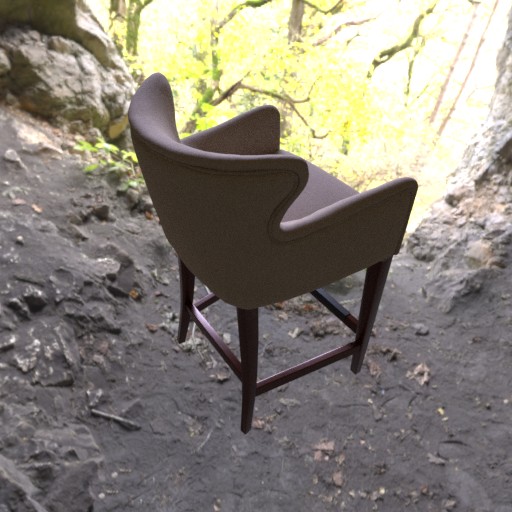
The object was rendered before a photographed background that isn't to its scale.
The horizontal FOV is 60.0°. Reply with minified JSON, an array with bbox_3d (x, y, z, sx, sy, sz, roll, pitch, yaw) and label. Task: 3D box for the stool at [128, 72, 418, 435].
[{"bbox_3d":[0.000,0.000,1.312,0.570,0.951,0.601,-24,45,-26],"label":"stool"}]
